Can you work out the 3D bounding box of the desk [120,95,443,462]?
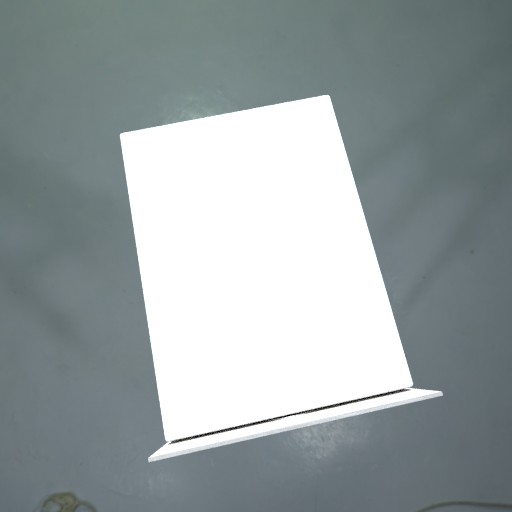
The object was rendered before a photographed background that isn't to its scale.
[{"bbox_3d":[0.000,0.000,2.675,1.400,0.800,1.900,-12,76,-3],"label":"desk"}]
